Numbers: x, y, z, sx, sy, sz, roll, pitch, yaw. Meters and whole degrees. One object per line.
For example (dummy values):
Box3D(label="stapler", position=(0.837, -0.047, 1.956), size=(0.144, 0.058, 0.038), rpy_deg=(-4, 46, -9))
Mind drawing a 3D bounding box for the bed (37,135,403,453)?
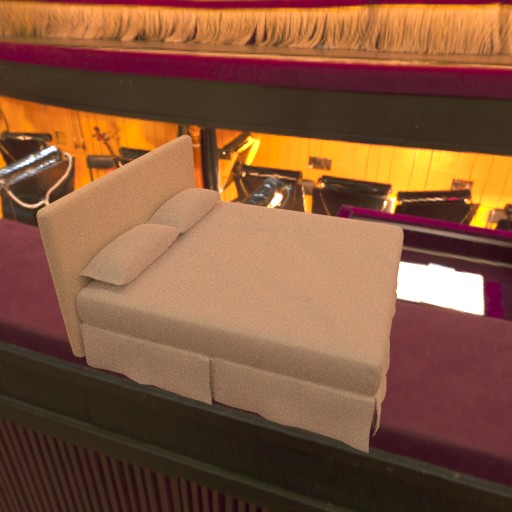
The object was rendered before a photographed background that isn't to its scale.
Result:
Box3D(label="bed", position=(0.000, 0.000, 3.638), size=(2.341, 1.317, 2.119), rpy_deg=(10, 31, 17))
